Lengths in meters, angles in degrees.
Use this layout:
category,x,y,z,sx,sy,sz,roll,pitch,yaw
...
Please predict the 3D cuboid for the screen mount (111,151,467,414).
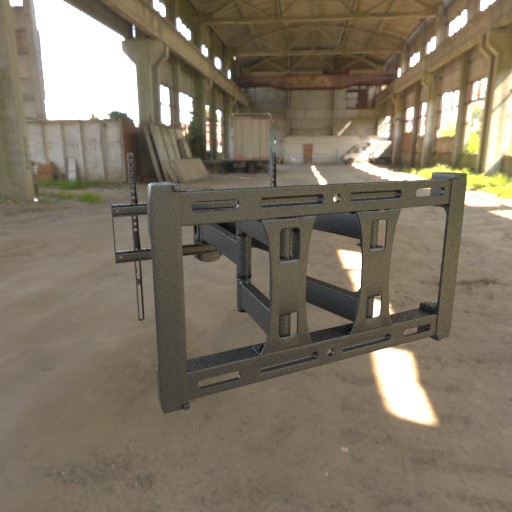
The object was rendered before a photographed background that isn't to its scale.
category,x,y,z,sx,sy,sz,roll,pitch,yaw
screen mount,0.000,0.000,0.942,0.571,0.424,0.556,-7,16,-26
